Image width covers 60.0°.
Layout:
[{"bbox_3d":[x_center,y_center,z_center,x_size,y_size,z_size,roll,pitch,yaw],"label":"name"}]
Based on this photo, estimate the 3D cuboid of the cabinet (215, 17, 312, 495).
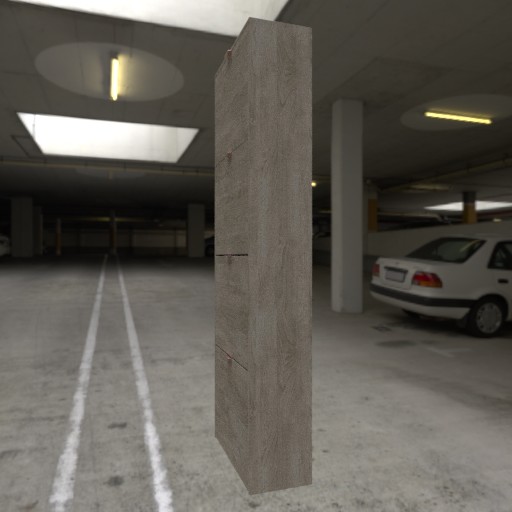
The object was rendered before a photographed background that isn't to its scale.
[{"bbox_3d":[0.000,0.000,1.791,0.250,1.630,0.520,0,0,-18],"label":"cabinet"}]
